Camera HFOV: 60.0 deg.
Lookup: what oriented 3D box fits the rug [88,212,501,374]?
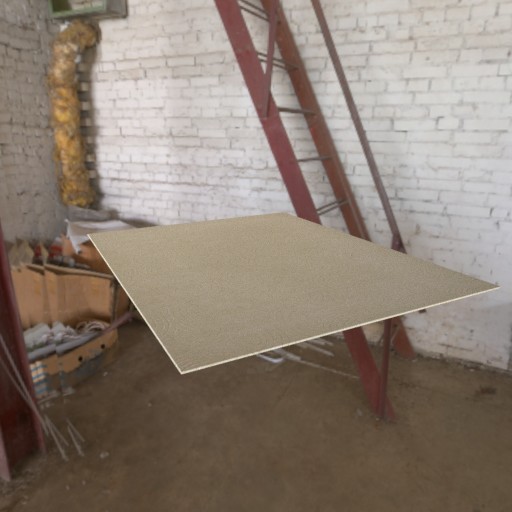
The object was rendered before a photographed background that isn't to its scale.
[{"bbox_3d":[0.000,0.000,3.373,2.073,0.011,2.584,-9,19,-27],"label":"rug"}]
